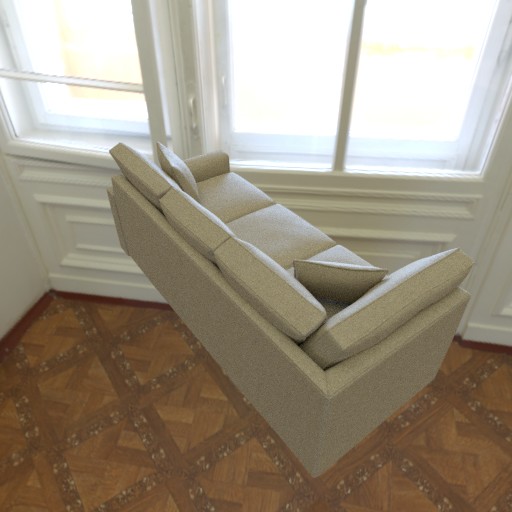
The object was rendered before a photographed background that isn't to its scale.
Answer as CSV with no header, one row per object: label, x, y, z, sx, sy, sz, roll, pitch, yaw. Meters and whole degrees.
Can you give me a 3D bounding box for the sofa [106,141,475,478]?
sofa,0.000,0.000,2.863,1.053,0.948,2.323,-25,45,-27
